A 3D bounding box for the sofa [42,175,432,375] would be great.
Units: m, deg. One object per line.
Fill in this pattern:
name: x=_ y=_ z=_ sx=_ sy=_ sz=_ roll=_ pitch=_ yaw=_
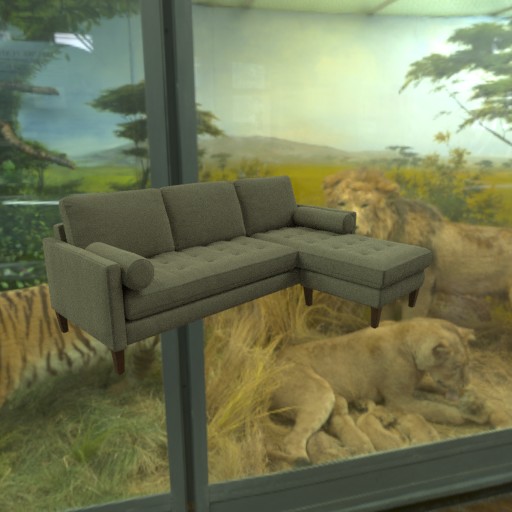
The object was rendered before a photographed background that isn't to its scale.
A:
sofa: x=0.000 y=0.000 z=2.942 sx=2.178 sy=0.875 sz=1.506 roll=-15 pitch=21 yaw=-43
